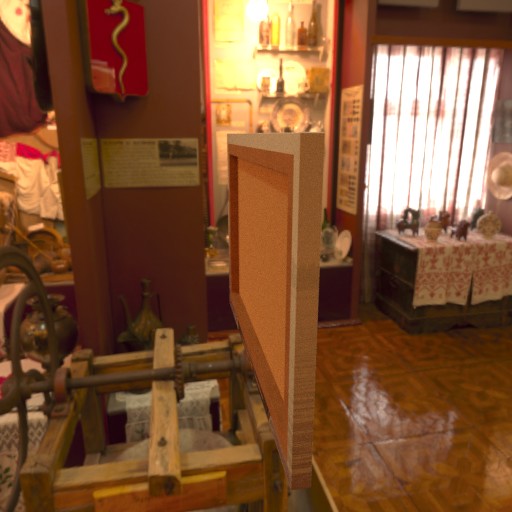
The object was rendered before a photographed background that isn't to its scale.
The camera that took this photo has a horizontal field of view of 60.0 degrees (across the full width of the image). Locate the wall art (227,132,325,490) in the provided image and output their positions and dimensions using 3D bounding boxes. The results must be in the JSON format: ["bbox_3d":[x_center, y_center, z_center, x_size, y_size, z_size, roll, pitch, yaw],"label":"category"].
[{"bbox_3d":[0.000,0.000,1.137,0.037,0.609,0.916,-3,16,-10],"label":"wall art"}]
